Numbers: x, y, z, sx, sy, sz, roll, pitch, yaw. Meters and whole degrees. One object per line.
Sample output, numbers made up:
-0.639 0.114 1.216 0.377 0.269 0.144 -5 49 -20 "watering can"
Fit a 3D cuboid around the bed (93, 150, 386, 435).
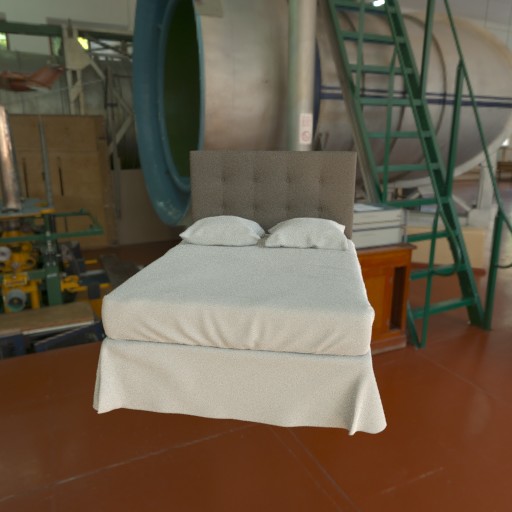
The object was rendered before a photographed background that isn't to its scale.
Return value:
0.000 0.000 3.539 1.936 1.577 2.222 2 15 8 "bed"
